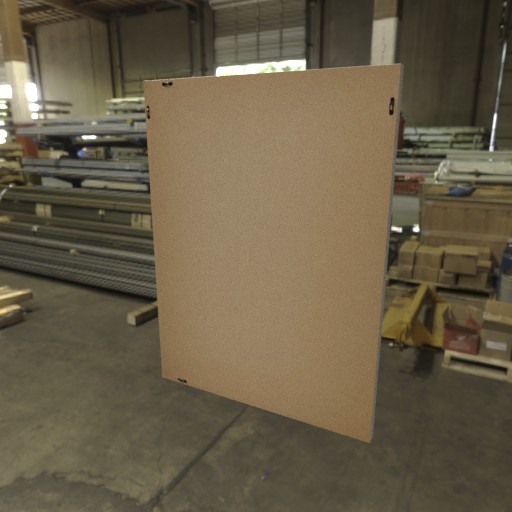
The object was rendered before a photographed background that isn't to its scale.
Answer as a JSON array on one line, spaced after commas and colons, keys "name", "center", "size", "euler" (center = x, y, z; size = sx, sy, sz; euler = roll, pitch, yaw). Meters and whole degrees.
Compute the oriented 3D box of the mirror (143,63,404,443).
[{"name": "mirror", "center": [0.000, 0.000, 1.329], "size": [0.762, 1.016, 0.040], "euler": [8, 18, 27]}]
